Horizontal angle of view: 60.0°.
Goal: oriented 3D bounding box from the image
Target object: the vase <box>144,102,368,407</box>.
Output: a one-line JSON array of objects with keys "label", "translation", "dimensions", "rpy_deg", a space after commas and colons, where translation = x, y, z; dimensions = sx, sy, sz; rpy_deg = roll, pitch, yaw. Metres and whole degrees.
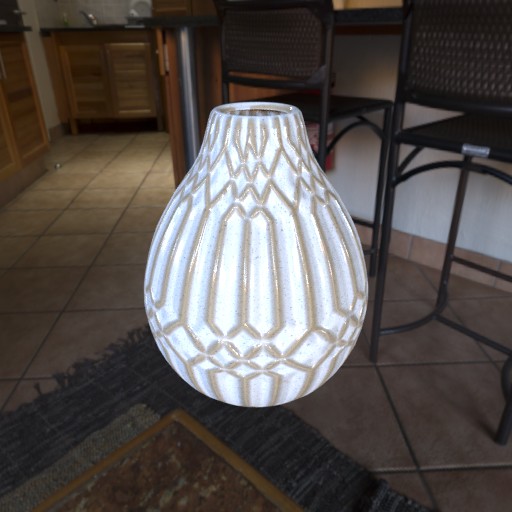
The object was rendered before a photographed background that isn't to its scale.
[{"label": "vase", "translation": [0.000, 0.000, 0.312], "dimensions": [0.159, 0.200, 0.159], "rpy_deg": [0, 28, 0]}]
